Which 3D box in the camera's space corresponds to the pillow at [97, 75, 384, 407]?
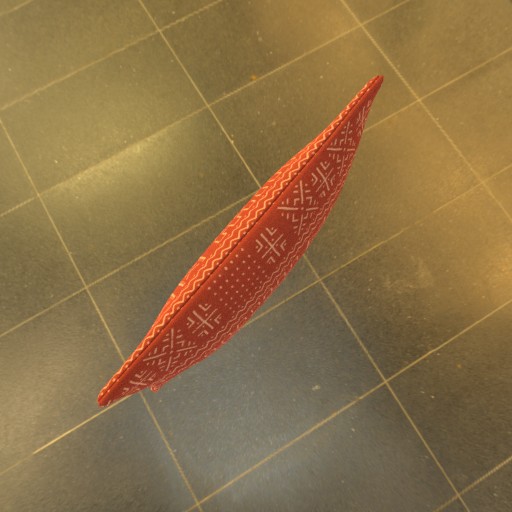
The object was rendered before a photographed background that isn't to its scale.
[{"bbox_3d":[0.000,0.000,0.793,0.130,0.352,0.640,39,79,9],"label":"pillow"}]
